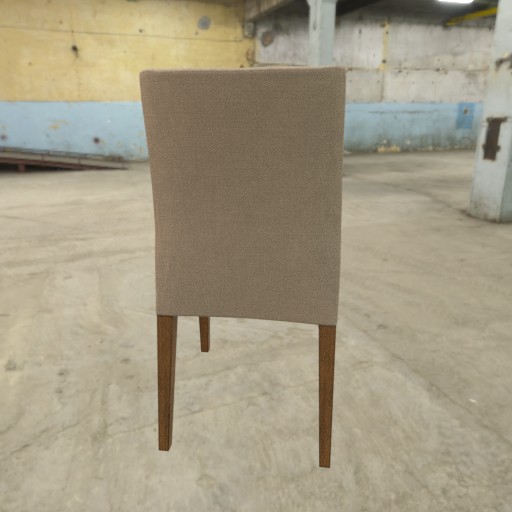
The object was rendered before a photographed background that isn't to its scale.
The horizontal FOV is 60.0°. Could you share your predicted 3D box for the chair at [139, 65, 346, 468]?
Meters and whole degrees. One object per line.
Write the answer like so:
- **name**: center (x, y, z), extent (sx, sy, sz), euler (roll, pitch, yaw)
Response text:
- **chair**: center (0.000, 0.000, 1.256), extent (0.496, 0.940, 0.585), euler (2, 17, 8)
